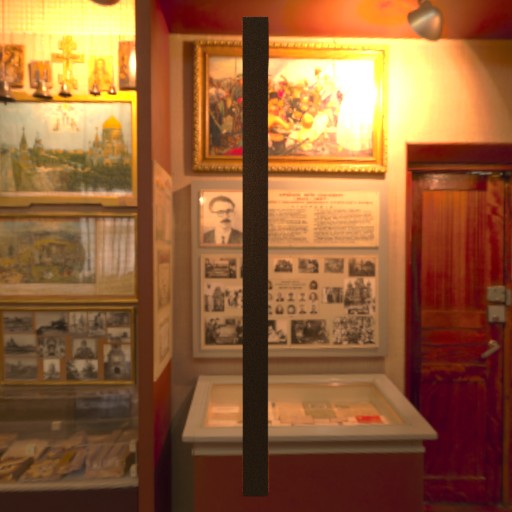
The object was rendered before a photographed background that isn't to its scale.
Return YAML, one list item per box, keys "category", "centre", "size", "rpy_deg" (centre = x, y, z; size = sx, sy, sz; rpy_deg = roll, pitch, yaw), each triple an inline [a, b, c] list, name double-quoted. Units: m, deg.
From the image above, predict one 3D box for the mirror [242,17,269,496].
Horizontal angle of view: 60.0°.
- category: "mirror"
  centre: [0.000, 0.000, 1.022]
  size: [0.047, 0.823, 0.525]
  rpy_deg: [0, 1, 0]
